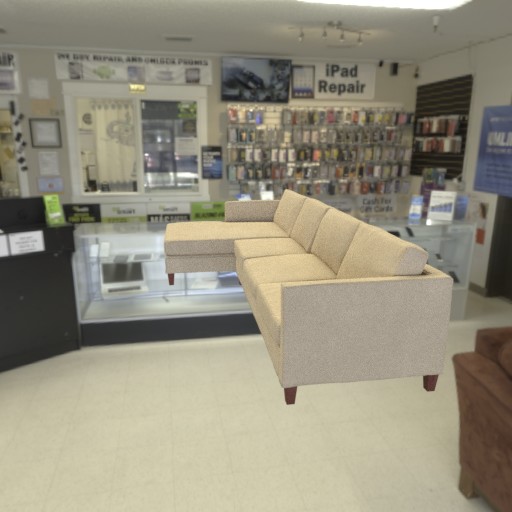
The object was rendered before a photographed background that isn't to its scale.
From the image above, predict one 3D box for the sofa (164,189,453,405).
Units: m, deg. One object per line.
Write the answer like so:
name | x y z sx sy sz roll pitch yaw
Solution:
sofa | 0.000 0.000 3.789 1.625 0.846 3.186 -2 15 -9
